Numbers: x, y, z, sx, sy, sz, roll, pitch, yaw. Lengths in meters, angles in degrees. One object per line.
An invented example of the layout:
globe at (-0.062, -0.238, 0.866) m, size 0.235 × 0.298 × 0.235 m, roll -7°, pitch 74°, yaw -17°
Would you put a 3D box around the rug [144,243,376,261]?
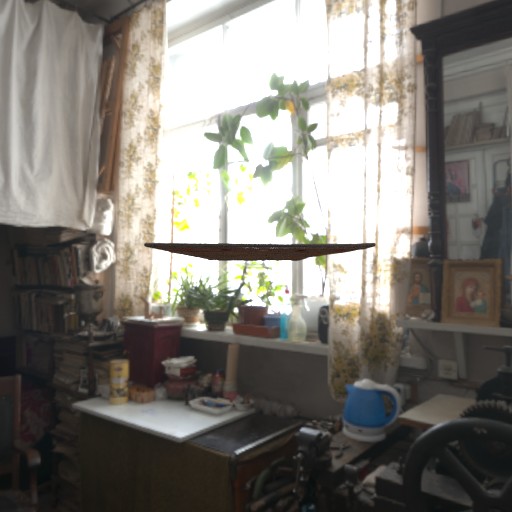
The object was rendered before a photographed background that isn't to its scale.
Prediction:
rug at (0.000, 0.000, 2.613) m, size 0.744 × 0.022 × 2.419 m, roll 0°, pitch -2°, yaw -1°
